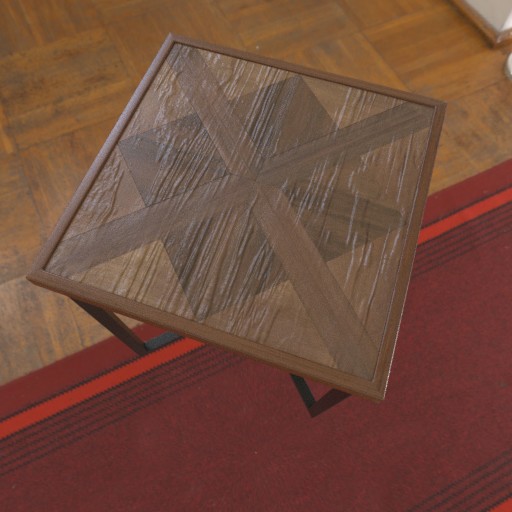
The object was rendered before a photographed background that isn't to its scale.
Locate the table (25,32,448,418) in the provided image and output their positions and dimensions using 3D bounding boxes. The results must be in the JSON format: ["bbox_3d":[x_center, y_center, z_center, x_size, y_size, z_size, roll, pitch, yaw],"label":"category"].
[{"bbox_3d":[0.000,0.000,0.929,0.503,0.563,0.503,17,67,8],"label":"table"}]
